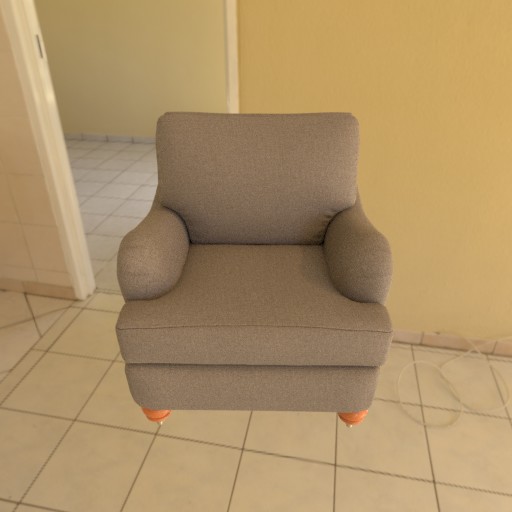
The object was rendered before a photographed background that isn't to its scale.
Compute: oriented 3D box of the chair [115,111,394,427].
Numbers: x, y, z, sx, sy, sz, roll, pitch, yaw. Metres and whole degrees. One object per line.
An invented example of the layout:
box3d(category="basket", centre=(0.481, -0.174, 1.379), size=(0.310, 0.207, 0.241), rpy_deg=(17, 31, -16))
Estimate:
box3d(category="chair", centre=(0.000, 0.000, 1.856), size=(0.955, 1.038, 1.070), rpy_deg=(1, 30, 1))
